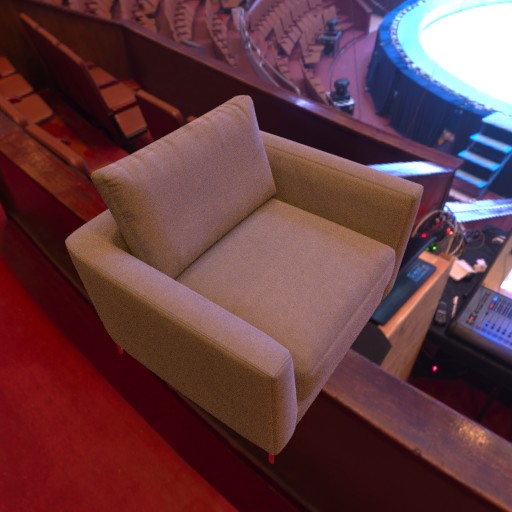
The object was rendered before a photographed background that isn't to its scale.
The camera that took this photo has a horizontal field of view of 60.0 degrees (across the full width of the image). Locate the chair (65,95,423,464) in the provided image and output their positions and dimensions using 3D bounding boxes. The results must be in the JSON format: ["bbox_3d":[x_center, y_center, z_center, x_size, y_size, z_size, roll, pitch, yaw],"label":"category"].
[{"bbox_3d":[0.000,0.000,1.686,0.889,0.864,1.041,26,49,25],"label":"chair"}]
